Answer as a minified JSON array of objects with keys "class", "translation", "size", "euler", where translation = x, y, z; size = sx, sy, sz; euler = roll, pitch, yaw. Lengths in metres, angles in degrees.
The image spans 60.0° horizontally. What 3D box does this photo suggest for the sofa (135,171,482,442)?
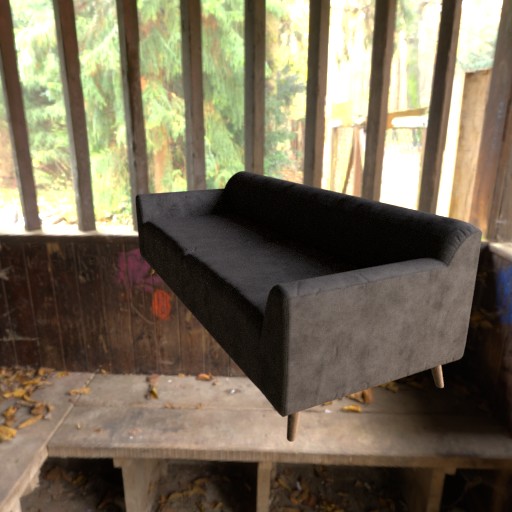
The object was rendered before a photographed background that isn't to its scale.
[{"class":"sofa","translation":[0.000,0.000,2.561],"size":[0.900,0.740,2.190],"euler":[-8,19,-25]}]
